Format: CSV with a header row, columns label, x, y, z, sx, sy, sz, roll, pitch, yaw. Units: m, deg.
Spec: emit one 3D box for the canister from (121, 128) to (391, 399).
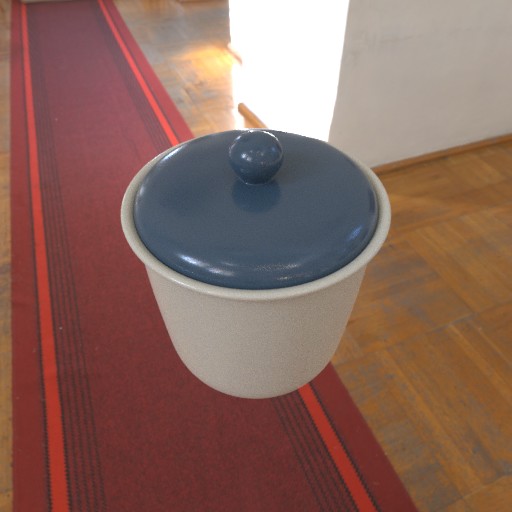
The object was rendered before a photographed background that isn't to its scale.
label,x,y,z,sx,sy,sz,roll,pitch,yaw
canister,0.000,0.000,0.346,0.182,0.208,0.182,0,45,0
